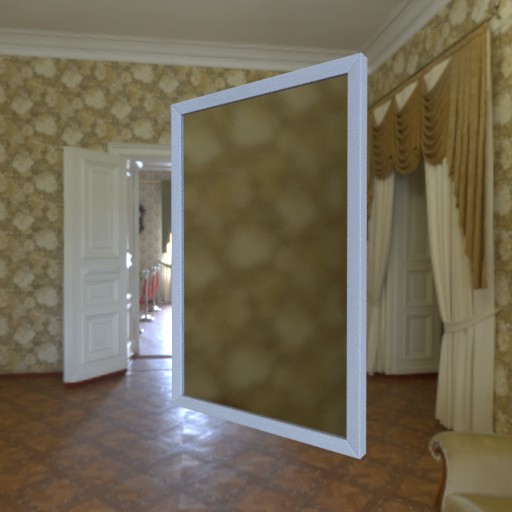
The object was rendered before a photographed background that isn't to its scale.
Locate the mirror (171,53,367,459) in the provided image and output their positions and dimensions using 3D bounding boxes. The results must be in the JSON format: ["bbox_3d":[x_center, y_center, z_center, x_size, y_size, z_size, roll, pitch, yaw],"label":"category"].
[{"bbox_3d":[0.000,0.000,1.191,0.609,0.915,0.040,1,1,36],"label":"mirror"}]
